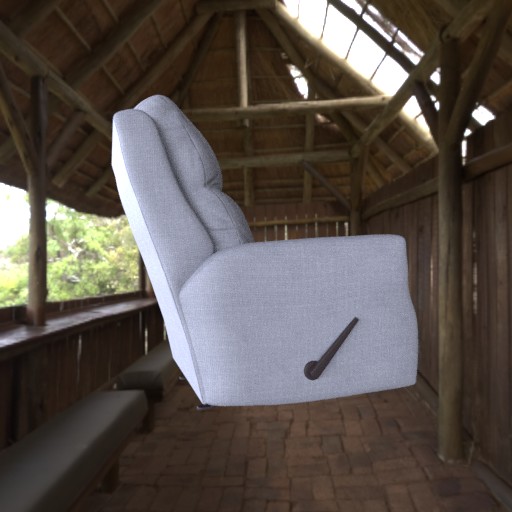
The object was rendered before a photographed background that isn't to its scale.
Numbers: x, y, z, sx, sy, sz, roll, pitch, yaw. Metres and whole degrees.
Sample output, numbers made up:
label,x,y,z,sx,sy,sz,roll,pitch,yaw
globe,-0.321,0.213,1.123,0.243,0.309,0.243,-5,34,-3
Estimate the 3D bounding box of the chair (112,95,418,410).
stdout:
label,x,y,z,sx,sy,sz,roll,pitch,yaw
chair,0.000,0.000,1.746,1.080,1.030,0.829,0,0,-18
